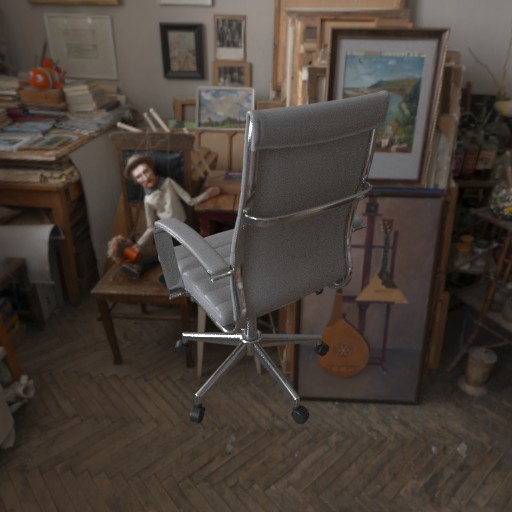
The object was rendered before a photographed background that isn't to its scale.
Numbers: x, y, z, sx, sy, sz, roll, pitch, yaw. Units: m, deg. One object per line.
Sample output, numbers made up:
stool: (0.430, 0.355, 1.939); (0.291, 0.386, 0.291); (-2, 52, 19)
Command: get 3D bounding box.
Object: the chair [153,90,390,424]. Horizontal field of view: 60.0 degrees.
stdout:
chair: (0.000, 0.000, 1.564); (0.679, 1.149, 0.667); (-19, 35, -29)
